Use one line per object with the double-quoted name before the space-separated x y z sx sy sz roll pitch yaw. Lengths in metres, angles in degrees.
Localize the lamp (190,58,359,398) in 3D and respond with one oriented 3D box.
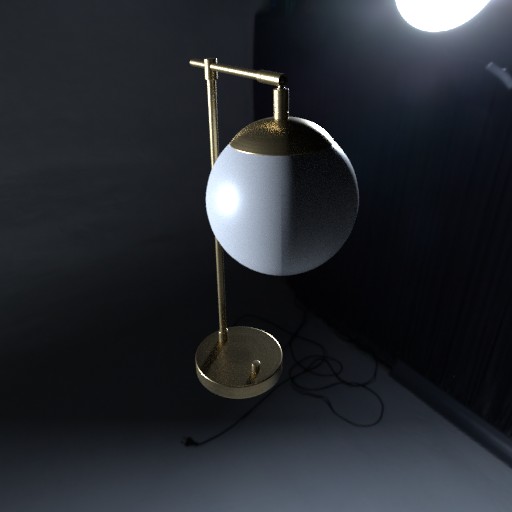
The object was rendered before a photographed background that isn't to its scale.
"lamp" 0.000 0.000 0.707 0.207 0.559 0.324 -21 36 -31
